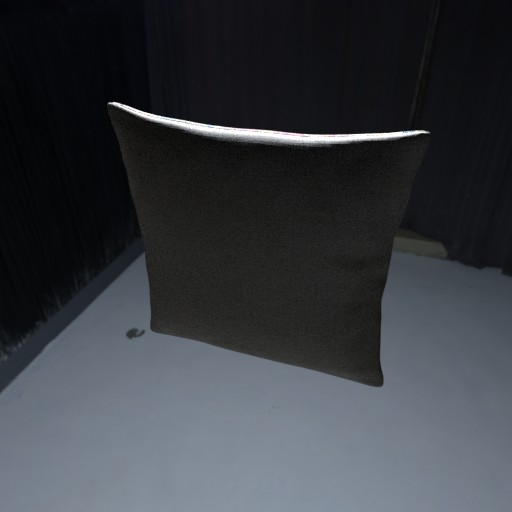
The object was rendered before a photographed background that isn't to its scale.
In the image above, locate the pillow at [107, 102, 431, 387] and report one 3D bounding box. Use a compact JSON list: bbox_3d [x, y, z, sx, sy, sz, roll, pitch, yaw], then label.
[{"bbox_3d":[0.000,0.000,0.807,0.523,0.506,0.166,10,33,16],"label":"pillow"}]
